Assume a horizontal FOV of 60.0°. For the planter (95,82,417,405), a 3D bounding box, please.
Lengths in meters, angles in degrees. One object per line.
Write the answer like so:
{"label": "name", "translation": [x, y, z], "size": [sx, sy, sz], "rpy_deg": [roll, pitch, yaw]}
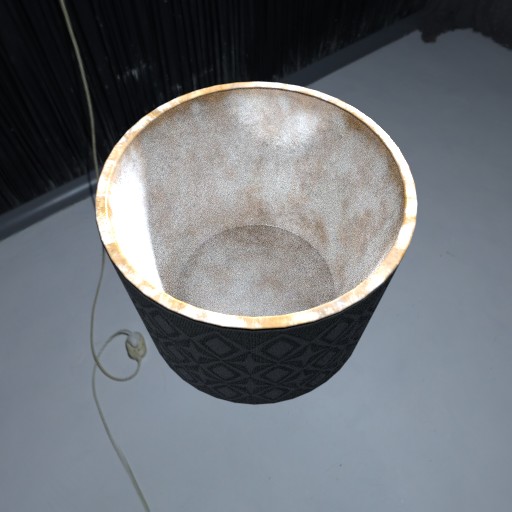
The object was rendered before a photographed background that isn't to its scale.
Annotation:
{"label": "planter", "translation": [0.000, 0.000, 0.449], "size": [0.255, 0.223, 0.255], "rpy_deg": [0, 58, 0]}
